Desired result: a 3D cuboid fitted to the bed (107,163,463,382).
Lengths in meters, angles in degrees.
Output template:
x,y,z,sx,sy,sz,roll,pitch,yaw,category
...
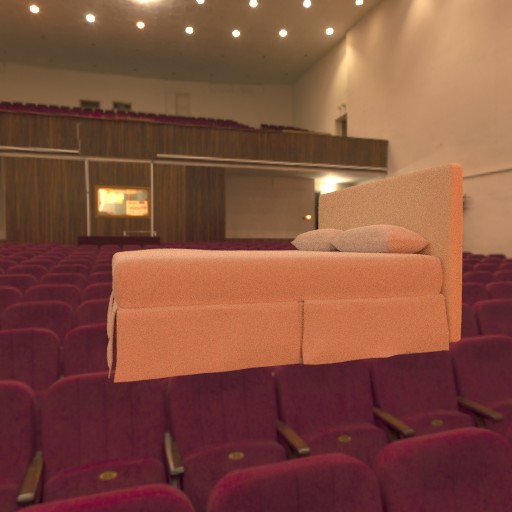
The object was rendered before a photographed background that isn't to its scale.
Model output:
x,y,z,sx,sy,sz,roll,pitch,yaw,category
0.000,0.000,3.651,2.341,1.317,2.119,0,1,-18,bed
